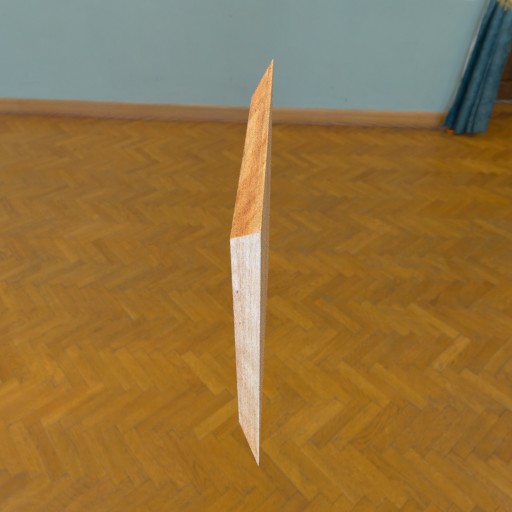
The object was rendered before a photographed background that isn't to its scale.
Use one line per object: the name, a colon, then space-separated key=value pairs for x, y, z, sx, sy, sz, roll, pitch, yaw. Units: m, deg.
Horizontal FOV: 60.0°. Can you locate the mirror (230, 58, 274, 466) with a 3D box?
mirror: x=0.000 y=0.000 z=0.999 sx=0.047 sy=0.651 sz=0.651 roll=2 pitch=41 yaw=2
